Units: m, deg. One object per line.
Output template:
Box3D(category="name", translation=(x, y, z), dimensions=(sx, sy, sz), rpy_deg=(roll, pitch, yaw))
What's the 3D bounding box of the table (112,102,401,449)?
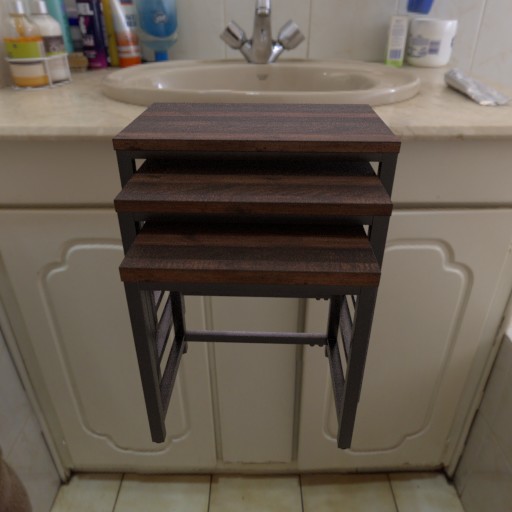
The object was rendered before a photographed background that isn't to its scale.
Box3D(category="table", translation=(0.000, 0.000, 1.124), dimensions=(0.608, 0.616, 0.660), rpy_deg=(1, 30, 2))
